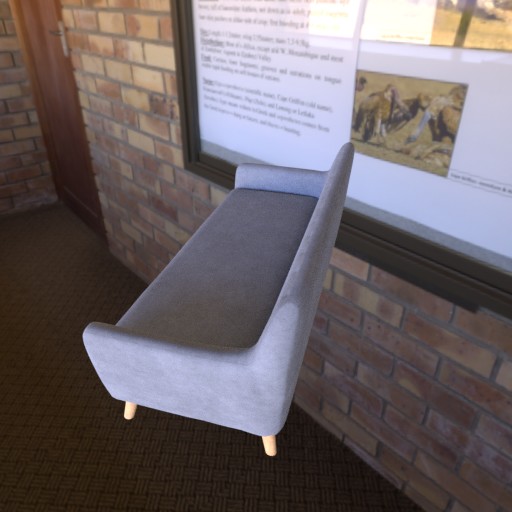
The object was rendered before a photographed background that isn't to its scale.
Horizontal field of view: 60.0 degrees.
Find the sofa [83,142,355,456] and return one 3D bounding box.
[{"bbox_3d":[0.000,0.000,2.422,0.830,0.830,1.970,8,32,14],"label":"sofa"}]
